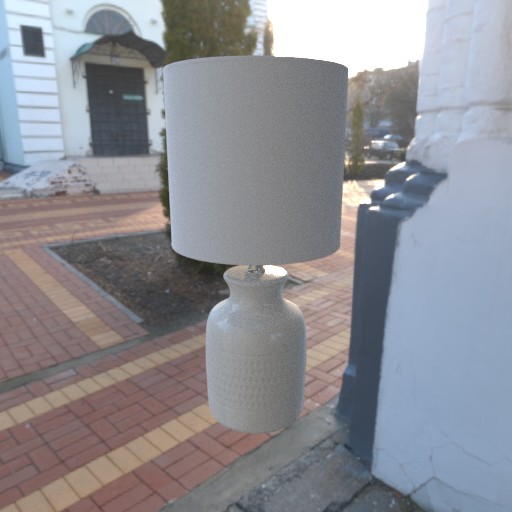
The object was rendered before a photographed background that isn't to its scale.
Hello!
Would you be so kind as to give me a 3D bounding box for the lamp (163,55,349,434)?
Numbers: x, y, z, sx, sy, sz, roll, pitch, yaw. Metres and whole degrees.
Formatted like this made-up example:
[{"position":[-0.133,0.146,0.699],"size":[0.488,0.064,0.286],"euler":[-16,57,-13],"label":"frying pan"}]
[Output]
[{"position":[0.000,0.000,0.506],"size":[0.188,0.392,0.188],"euler":[-8,17,-26],"label":"lamp"}]
